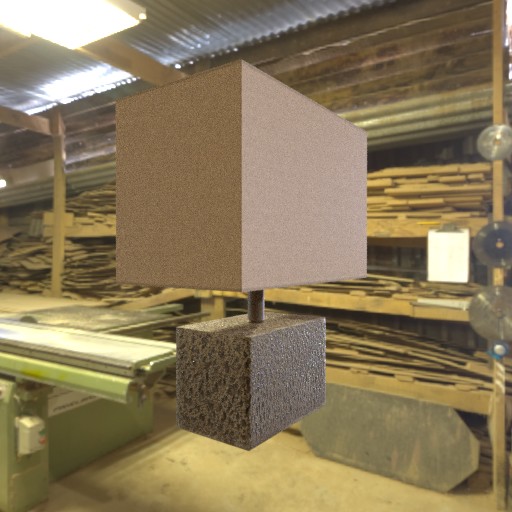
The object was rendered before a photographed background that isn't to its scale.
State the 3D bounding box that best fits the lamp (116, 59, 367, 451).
[{"bbox_3d":[0.000,0.000,0.569,0.180,0.411,0.294,0,1,36],"label":"lamp"}]
